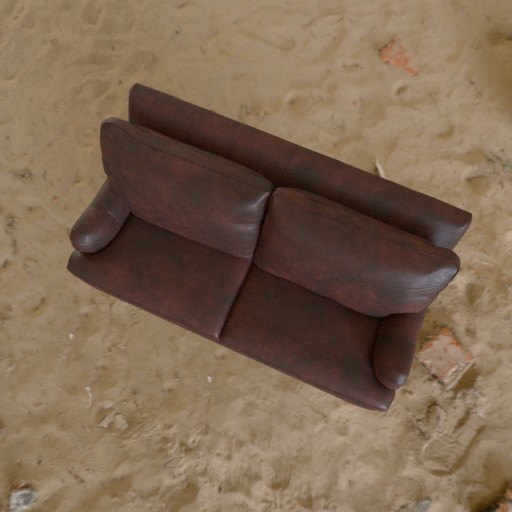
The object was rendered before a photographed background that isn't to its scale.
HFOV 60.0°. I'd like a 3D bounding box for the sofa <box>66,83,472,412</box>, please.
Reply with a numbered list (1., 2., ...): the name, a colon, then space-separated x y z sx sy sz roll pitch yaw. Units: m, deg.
1. sofa: 0.000 0.000 2.749 2.144 1.071 1.147 23 76 6
